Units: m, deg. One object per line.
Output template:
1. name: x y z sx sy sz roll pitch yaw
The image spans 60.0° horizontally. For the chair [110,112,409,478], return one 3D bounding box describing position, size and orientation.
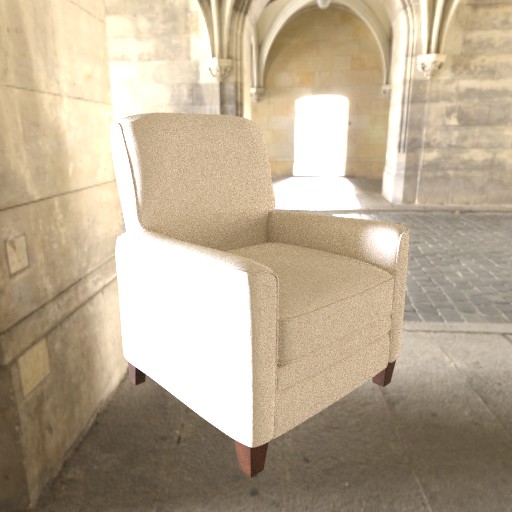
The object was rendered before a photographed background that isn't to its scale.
1. chair: 0.000 0.000 1.638 0.841 1.028 0.858 -14 20 -41
